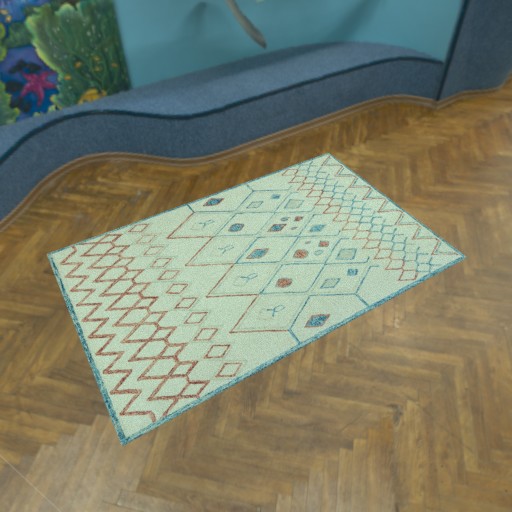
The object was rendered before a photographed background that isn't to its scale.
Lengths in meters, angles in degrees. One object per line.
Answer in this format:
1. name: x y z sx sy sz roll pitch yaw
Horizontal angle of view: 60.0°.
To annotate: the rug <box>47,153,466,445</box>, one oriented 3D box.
1. rug: 0.000 0.000 3.035 2.438 0.015 1.524 -23 50 -21
